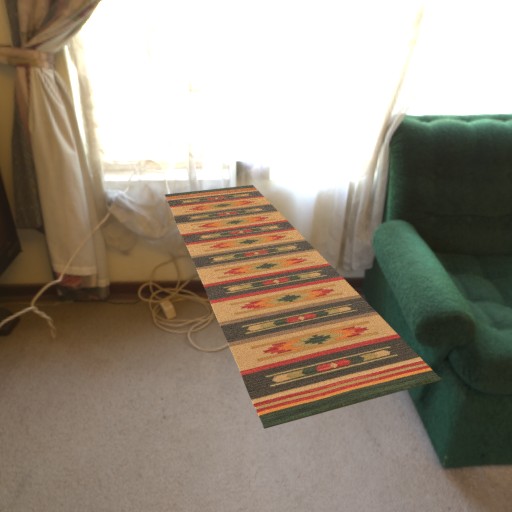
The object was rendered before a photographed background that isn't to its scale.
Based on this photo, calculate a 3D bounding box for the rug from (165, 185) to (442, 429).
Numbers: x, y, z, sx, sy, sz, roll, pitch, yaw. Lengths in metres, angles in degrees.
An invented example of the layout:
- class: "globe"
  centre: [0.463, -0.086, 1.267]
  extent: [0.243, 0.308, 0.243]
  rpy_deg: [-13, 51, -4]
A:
- class: "rug"
  centre: [0.000, 0.000, 2.688]
  extent: [0.760, 0.009, 2.440]
  rpy_deg: [-9, 30, -16]
